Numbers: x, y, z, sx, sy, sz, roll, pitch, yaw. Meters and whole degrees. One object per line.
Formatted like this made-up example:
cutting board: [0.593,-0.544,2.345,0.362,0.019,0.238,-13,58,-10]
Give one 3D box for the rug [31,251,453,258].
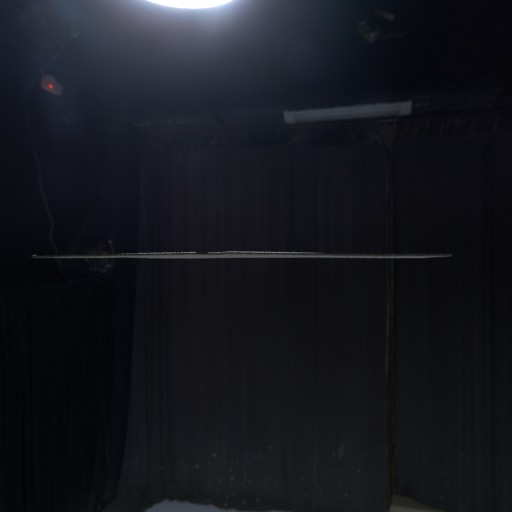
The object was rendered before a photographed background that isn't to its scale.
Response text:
rug: [0.000,0.000,3.817,2.869,0.038,2.032,0,-1,16]
